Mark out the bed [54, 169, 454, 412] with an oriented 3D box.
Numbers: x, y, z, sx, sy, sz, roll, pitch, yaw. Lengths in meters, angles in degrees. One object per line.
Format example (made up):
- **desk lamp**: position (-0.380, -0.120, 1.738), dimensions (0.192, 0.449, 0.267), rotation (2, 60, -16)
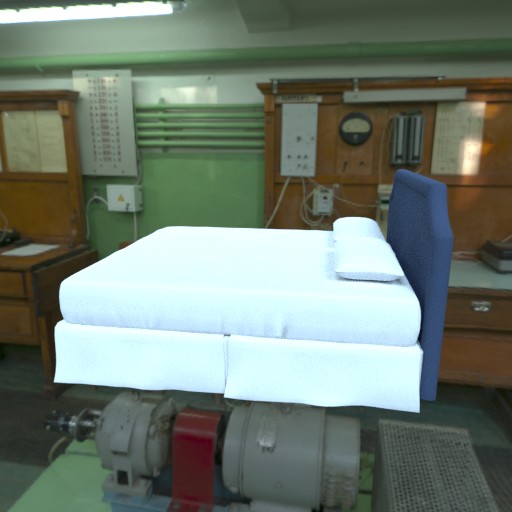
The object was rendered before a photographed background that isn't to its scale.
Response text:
- **bed**: position (0.000, 0.000, 4.031), dimensions (2.773, 1.488, 2.350), rotation (2, 15, 9)
